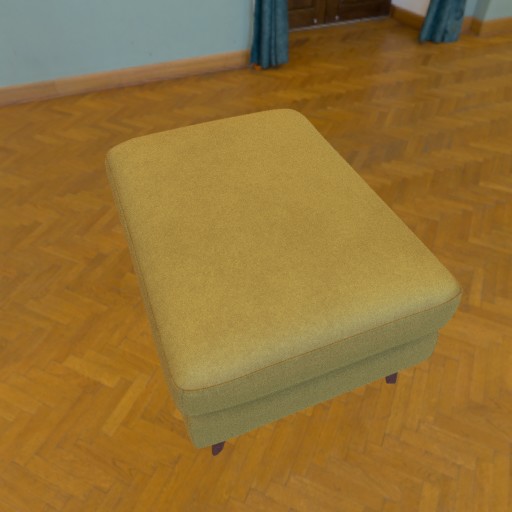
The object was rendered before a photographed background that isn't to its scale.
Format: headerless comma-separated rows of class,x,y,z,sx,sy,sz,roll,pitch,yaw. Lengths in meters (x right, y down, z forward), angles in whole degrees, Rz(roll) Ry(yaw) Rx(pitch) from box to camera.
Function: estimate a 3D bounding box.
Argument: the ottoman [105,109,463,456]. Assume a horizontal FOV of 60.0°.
ottoman,0.000,0.000,1.153,0.608,0.449,0.811,-16,49,-15
